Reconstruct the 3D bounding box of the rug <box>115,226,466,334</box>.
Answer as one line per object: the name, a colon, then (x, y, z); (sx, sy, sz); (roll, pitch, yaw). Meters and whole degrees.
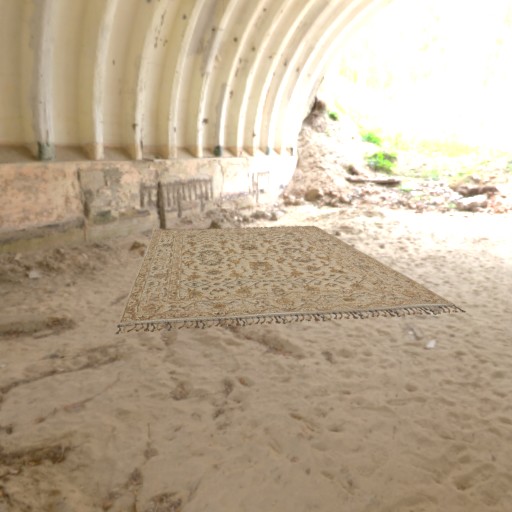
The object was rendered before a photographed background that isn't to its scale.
rug: (0.000, 0.000, 3.022); (1.529, 0.027, 2.434); (-2, 13, -9)
